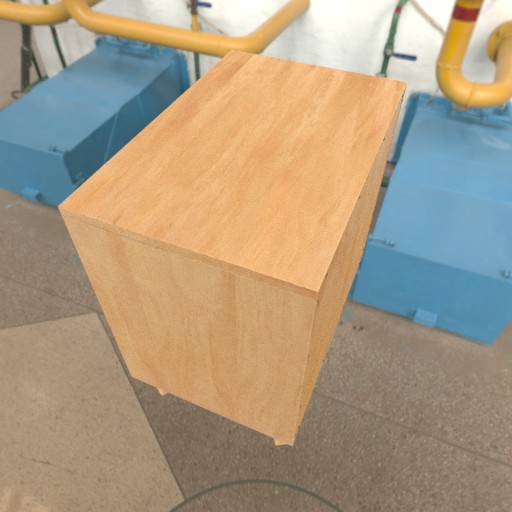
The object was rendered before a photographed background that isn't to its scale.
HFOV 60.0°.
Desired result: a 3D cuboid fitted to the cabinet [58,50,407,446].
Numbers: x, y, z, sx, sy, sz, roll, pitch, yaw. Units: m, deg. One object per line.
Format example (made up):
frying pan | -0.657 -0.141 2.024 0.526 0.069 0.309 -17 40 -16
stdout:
cabinet | 0.000 0.000 0.948 0.394 0.599 0.551 18 50 16
